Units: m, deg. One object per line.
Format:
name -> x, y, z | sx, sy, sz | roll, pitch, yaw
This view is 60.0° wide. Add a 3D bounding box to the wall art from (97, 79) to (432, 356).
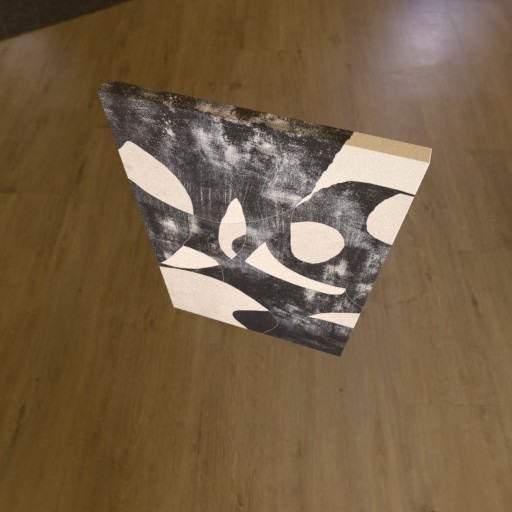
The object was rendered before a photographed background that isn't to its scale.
wall art -> 0.000, 0.000, 1.171 | 0.610, 0.915, 0.041 | 15, 59, 9
